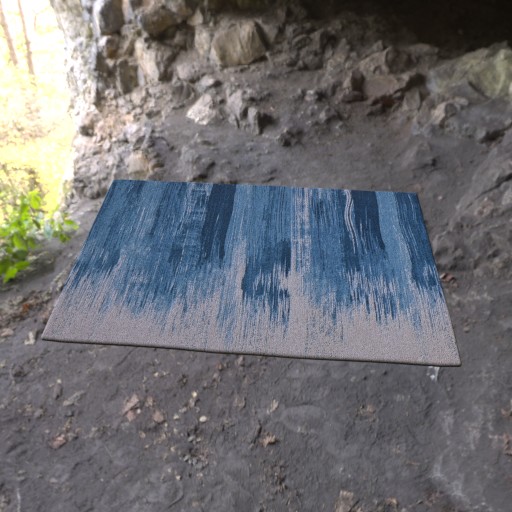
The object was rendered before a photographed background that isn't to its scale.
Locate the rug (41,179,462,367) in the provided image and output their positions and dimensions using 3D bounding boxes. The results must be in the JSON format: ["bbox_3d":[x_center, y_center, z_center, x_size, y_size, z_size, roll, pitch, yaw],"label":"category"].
[{"bbox_3d":[0.000,0.000,3.053,2.450,0.027,1.540,3,48,3],"label":"rug"}]
